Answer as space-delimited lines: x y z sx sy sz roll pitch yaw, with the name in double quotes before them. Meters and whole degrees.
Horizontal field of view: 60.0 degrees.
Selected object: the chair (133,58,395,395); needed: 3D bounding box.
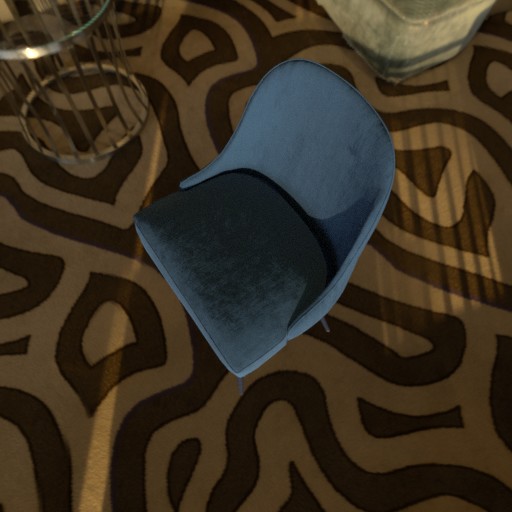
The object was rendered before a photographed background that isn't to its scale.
"chair" 0.000 0.000 1.230 0.489 0.927 0.526 -32 68 -14
